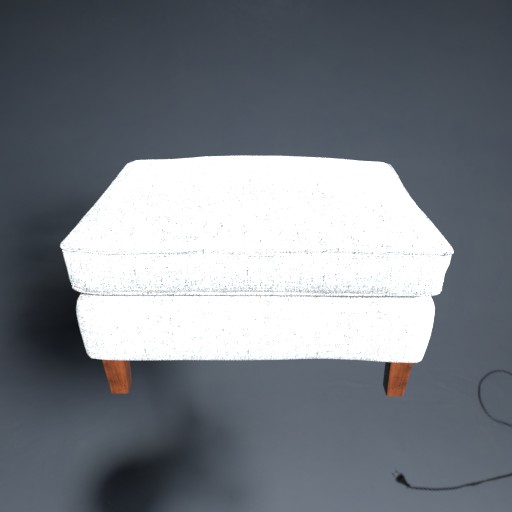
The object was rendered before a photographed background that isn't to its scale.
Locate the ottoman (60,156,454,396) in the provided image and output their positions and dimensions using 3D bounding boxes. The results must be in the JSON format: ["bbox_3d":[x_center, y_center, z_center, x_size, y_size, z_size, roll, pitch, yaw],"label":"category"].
[{"bbox_3d":[0.000,0.000,1.009,0.686,0.406,0.508,0,30,1],"label":"ottoman"}]
